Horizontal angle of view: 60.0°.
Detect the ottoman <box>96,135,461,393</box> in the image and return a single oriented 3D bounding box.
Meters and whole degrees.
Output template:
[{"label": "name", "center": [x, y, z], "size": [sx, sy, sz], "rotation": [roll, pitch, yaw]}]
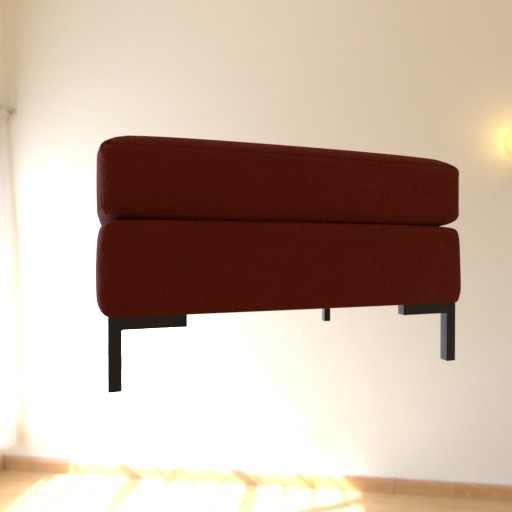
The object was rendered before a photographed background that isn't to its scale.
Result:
[{"label": "ottoman", "center": [0.000, 0.000, 1.161], "size": [0.782, 0.462, 0.650], "rotation": [0, 1, -18]}]
